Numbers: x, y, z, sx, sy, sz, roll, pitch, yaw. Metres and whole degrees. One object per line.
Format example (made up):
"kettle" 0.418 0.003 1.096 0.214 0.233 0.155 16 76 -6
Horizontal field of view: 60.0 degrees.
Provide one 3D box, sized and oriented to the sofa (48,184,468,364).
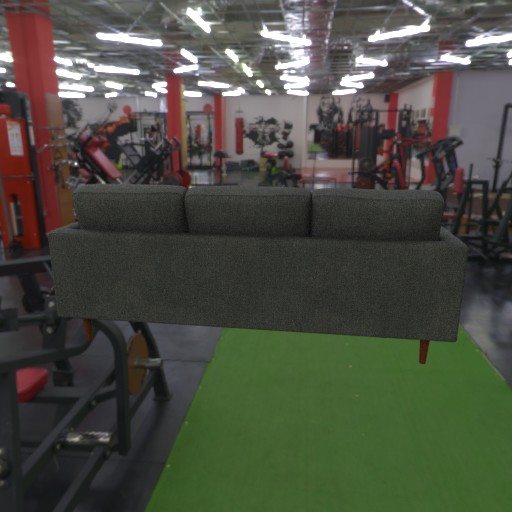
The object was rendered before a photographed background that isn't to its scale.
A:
"sofa" 0.000 0.000 2.776 2.246 0.930 0.903 2 15 8
